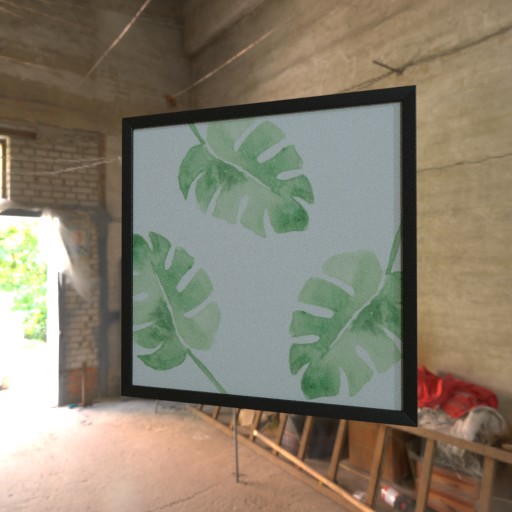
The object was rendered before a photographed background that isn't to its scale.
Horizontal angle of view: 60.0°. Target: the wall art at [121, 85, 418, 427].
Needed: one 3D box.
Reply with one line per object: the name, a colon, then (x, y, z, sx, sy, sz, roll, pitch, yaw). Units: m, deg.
wall art: (0.000, 0.000, 1.122, 0.765, 0.765, 0.038, 0, -1, 17)
